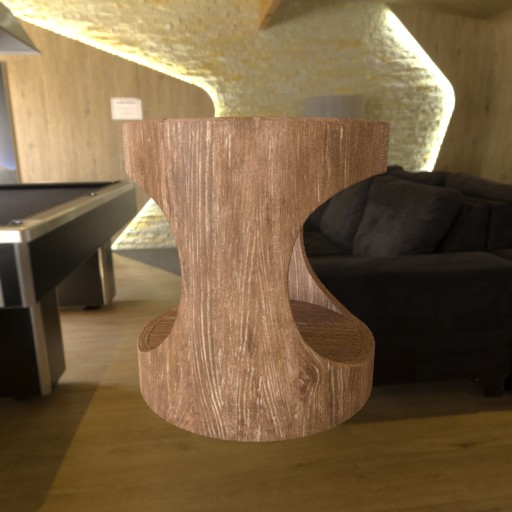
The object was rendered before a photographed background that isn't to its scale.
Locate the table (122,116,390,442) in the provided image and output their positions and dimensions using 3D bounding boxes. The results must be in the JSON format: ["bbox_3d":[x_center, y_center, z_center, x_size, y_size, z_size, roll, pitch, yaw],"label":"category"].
[{"bbox_3d":[0.000,0.000,0.974,0.527,0.551,0.527,0,14,0],"label":"table"}]
